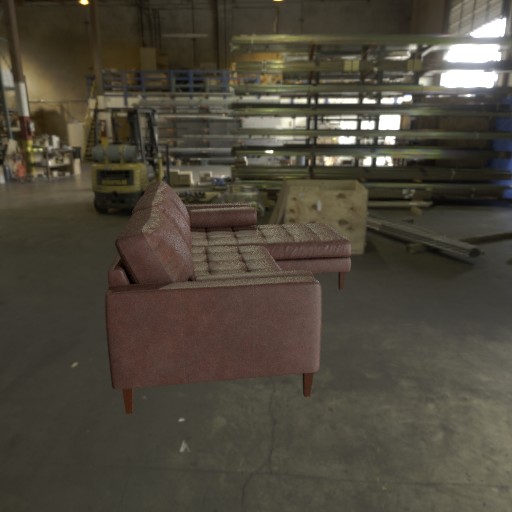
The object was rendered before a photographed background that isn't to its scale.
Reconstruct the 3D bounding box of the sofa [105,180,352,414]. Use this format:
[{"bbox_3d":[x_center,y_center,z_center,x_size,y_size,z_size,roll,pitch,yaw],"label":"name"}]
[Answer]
[{"bbox_3d":[0.000,0.000,2.988,1.613,0.841,2.185,-3,16,-9],"label":"sofa"}]
